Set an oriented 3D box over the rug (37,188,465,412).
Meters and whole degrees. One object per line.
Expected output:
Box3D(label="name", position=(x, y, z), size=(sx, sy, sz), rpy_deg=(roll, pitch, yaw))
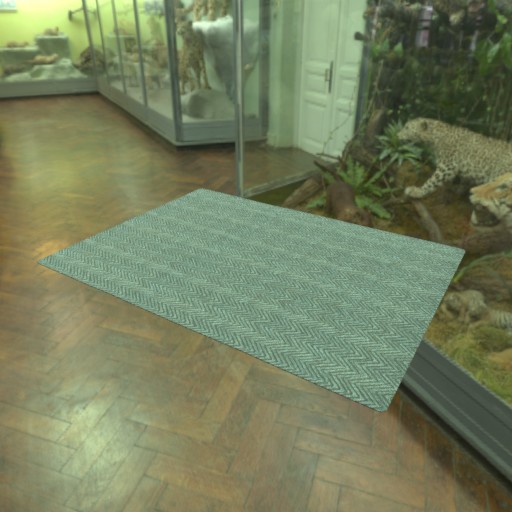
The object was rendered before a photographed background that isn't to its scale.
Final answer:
Box3D(label="rug", position=(0.000, 0.000, 5.038), size=(3.957, 0.011, 2.894), rpy_deg=(17, 32, 29))
